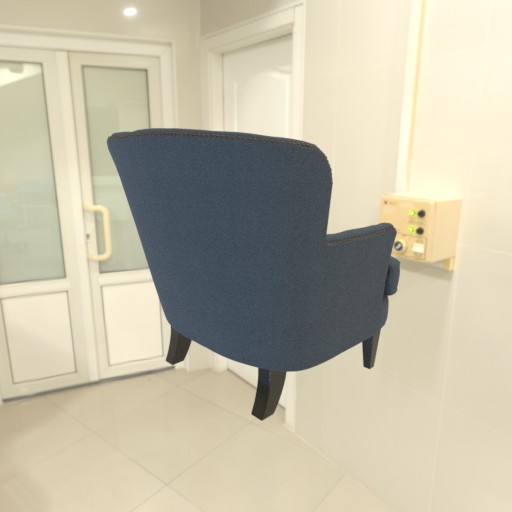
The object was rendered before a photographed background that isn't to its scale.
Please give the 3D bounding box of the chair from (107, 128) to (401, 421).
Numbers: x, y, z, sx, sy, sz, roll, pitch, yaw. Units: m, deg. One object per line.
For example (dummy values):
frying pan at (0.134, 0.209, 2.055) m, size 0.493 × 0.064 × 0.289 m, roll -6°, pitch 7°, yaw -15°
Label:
chair at (0.000, 0.000, 1.596) m, size 0.906 × 0.868 × 0.848 m, roll -14°, pitch 20°, yaw -42°
